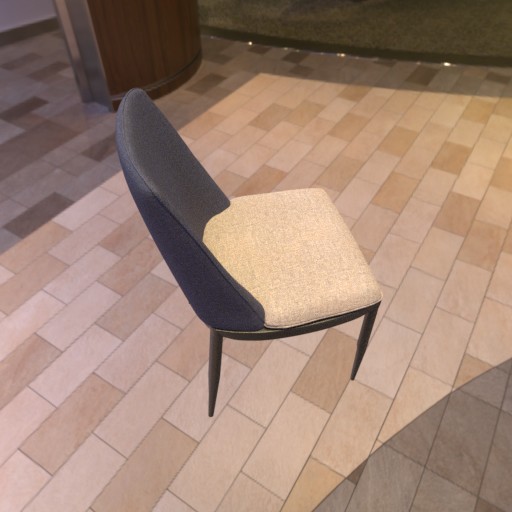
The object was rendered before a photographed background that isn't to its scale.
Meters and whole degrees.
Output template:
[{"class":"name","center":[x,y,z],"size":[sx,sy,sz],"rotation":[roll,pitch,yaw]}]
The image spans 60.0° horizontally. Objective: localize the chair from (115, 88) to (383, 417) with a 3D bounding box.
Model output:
[{"class":"chair","center":[0.000,0.000,1.178],"size":[0.551,0.839,0.480],"rotation":[-10,47,-9]}]
